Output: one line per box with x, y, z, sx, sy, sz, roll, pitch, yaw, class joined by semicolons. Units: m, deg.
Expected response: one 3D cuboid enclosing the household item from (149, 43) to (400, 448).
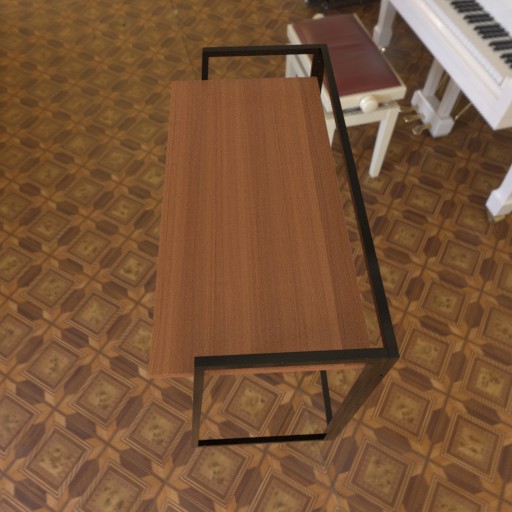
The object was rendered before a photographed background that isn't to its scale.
0.000;0.000;1.497;0.510;0.860;1.050;-2;57;-2;household item
